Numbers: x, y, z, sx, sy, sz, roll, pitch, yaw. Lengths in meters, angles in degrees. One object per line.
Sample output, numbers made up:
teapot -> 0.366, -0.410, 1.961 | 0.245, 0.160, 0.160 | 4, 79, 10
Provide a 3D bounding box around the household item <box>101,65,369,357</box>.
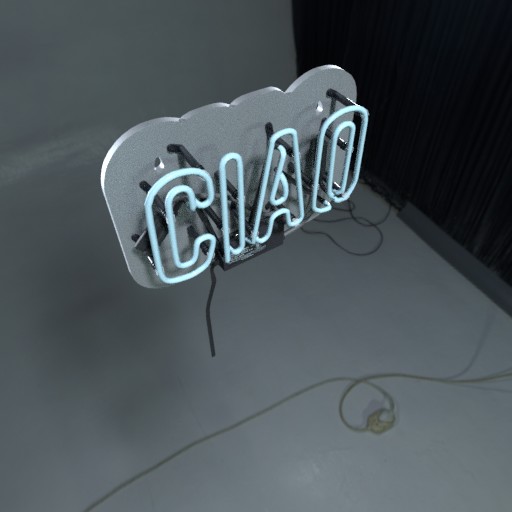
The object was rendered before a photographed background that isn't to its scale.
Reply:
household item -> 0.000, 0.000, 0.397 | 0.211, 0.294, 0.042 | -25, 53, -21
